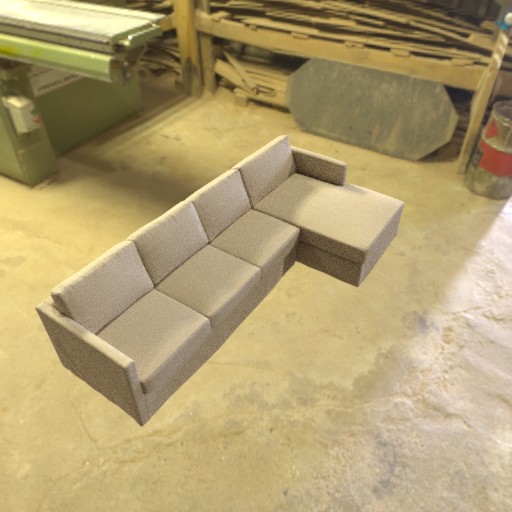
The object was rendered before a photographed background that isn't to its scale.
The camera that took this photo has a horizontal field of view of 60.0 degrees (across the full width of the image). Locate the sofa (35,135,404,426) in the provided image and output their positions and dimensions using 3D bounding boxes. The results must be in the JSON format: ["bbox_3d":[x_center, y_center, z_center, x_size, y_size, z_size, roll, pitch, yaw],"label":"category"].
[{"bbox_3d":[0.000,0.000,3.940,1.622,0.871,3.206,24,46,26],"label":"sofa"}]
